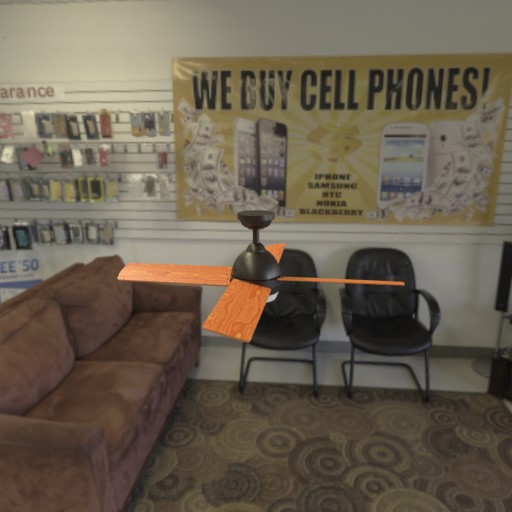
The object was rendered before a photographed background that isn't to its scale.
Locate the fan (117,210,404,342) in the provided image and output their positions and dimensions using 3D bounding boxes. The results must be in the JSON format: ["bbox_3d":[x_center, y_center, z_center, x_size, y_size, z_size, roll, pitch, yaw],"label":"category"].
[{"bbox_3d":[0.000,0.000,2.055,1.332,0.403,1.332,2,14,8],"label":"fan"}]
